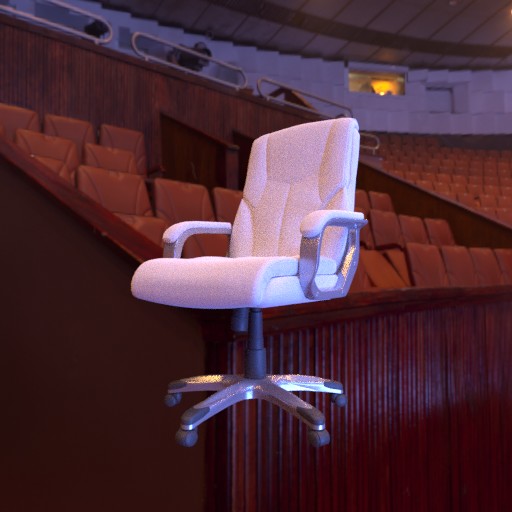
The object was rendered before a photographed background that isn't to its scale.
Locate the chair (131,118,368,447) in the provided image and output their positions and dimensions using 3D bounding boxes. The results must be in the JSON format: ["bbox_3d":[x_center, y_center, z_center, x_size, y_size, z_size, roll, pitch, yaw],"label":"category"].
[{"bbox_3d":[0.000,0.000,1.584,0.687,1.120,0.738,-1,-2,37],"label":"chair"}]
